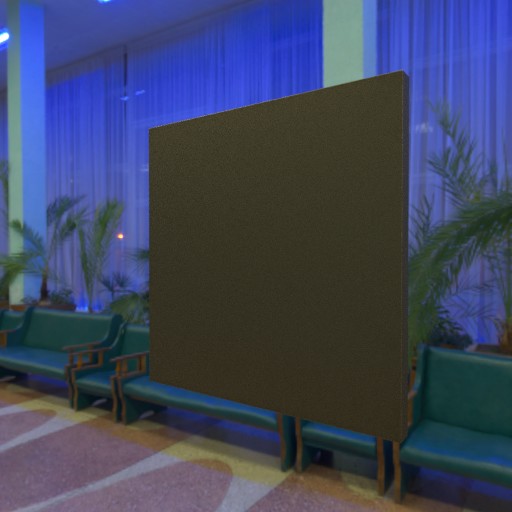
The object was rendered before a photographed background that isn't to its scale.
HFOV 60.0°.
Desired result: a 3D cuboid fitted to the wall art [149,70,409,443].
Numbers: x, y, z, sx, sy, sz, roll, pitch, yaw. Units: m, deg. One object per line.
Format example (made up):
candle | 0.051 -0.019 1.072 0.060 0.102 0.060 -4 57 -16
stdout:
wall art | 0.000 0.000 0.756 0.503 0.506 0.031 1 1 35
